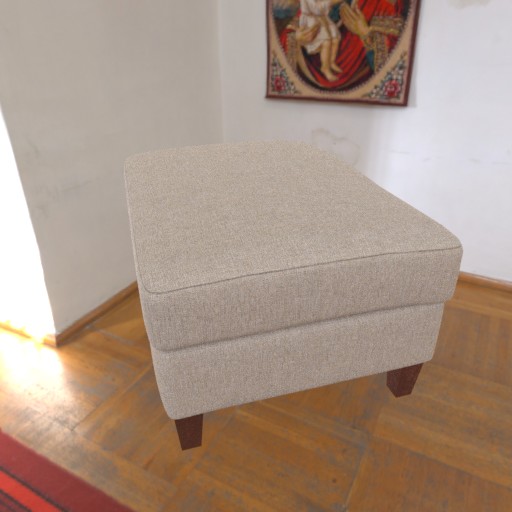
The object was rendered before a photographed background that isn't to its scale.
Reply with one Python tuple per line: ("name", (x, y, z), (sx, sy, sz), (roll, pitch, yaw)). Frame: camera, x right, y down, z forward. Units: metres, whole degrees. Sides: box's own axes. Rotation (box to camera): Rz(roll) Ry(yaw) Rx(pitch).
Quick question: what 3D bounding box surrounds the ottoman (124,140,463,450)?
("ottoman", (0.000, 0.000, 1.297), (0.677, 0.519, 0.898), (-8, 30, -15))
